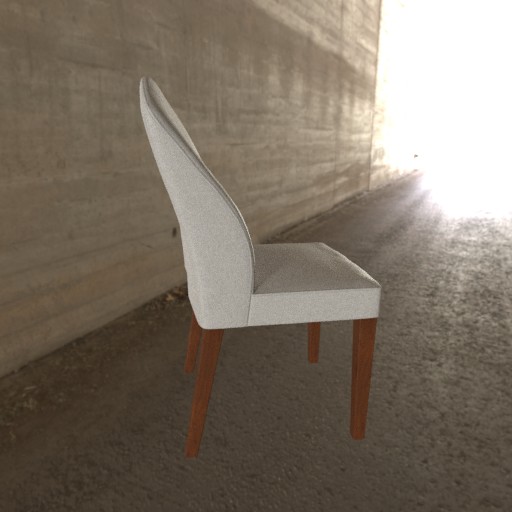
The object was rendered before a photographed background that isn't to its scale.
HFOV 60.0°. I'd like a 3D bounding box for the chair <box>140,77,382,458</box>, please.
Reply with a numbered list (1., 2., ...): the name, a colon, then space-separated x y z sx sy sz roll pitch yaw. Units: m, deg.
1. chair: 0.000 0.000 1.201 0.540 0.893 0.472 -2 15 -9
